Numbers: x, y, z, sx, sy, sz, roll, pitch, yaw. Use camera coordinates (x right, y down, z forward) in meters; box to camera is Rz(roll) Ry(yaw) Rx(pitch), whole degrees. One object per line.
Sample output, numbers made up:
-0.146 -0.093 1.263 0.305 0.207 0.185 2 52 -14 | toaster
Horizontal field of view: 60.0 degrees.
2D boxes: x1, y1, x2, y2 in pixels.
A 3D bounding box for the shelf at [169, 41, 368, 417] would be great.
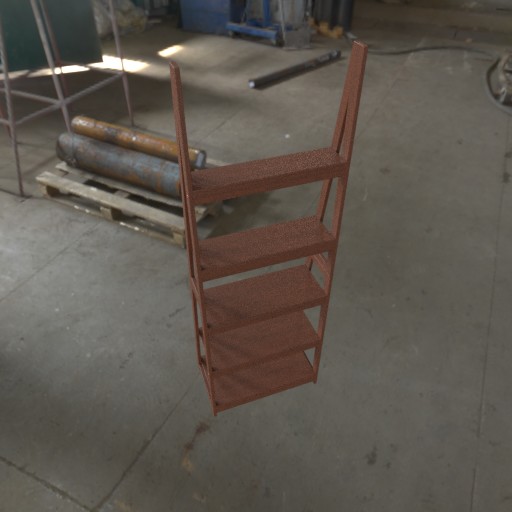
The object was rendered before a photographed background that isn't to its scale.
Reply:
0.000 0.000 1.957 0.600 1.770 0.350 -13 42 -15 | shelf
